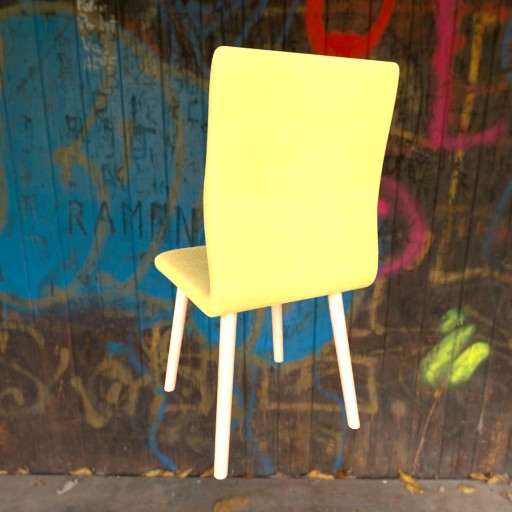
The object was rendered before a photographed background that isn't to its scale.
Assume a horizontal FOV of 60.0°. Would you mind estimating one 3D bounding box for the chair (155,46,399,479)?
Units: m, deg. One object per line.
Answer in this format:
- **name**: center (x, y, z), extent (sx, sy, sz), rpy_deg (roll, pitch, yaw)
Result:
- **chair**: center (0.000, 0.000, 1.244), extent (0.450, 0.965, 0.550), rpy_deg (-8, 17, -26)
